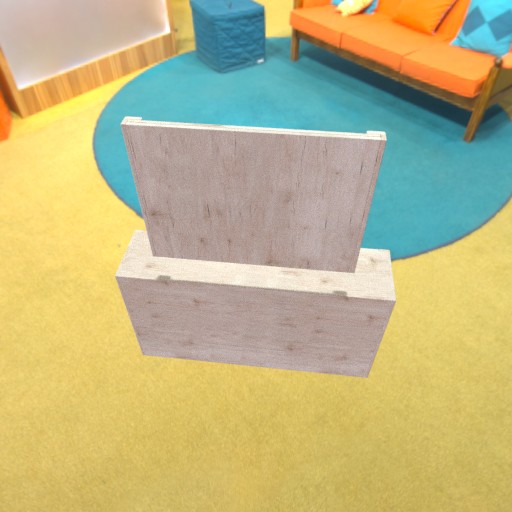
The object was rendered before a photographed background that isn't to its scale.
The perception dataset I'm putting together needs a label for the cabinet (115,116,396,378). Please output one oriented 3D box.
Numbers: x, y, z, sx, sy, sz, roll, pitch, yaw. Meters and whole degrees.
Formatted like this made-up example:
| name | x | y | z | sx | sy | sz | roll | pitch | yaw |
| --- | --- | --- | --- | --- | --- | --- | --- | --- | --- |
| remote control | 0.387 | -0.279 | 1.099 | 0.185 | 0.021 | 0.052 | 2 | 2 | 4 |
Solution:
| name | x | y | z | sx | sy | sz | roll | pitch | yaw |
| --- | --- | --- | --- | --- | --- | --- | --- | --- | --- |
| cabinet | 0.000 | 0.000 | 2.758 | 1.700 | 1.981 | 0.420 | 5 | 47 | 4 |
